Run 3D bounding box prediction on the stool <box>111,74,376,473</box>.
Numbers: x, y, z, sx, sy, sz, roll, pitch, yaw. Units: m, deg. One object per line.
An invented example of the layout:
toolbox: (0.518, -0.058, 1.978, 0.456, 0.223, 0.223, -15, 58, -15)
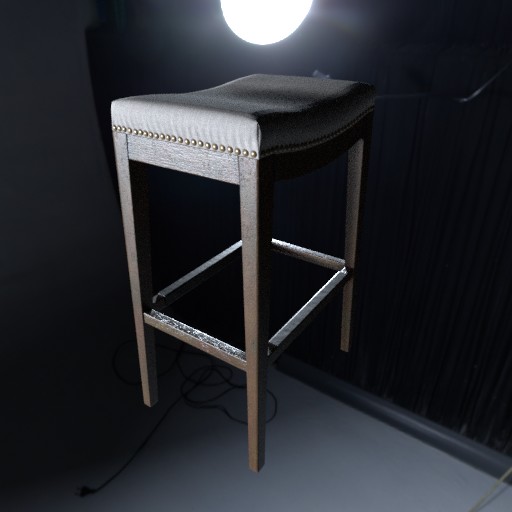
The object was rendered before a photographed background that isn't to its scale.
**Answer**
stool: (0.000, 0.000, 1.064, 0.356, 0.762, 0.508, 18, 34, 30)
